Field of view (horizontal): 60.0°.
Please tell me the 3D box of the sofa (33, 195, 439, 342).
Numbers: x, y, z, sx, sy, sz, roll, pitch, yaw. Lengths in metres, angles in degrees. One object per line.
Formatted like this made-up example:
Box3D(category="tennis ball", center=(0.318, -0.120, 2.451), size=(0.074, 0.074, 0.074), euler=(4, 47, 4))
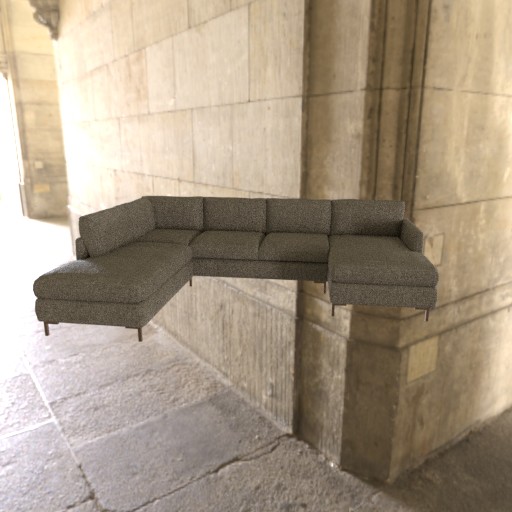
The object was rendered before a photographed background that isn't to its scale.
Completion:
Box3D(category="sofa", center=(0.000, 0.000, 3.611), size=(2.737, 0.756, 1.879), euler=(2, 15, 8))
